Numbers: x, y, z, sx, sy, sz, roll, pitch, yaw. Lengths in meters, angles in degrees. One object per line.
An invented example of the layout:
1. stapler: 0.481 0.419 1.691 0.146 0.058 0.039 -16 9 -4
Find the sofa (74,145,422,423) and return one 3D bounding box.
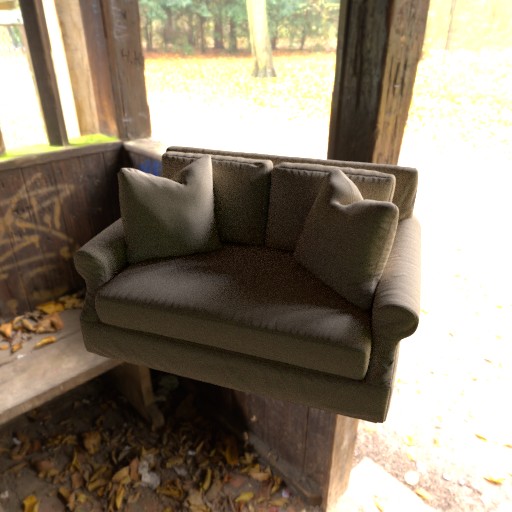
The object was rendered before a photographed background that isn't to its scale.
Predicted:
1. sofa: 0.000 0.000 2.209 1.550 0.905 1.070 9 30 16
